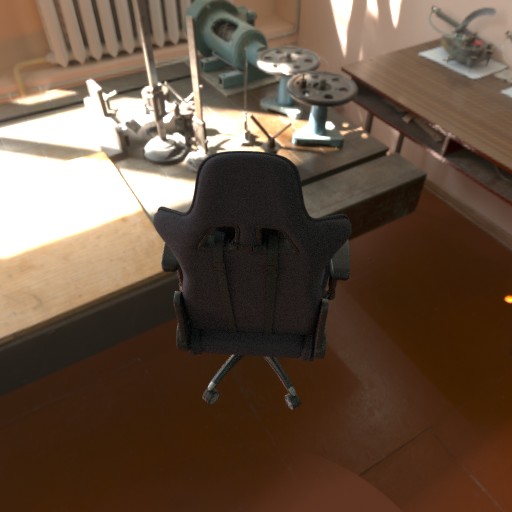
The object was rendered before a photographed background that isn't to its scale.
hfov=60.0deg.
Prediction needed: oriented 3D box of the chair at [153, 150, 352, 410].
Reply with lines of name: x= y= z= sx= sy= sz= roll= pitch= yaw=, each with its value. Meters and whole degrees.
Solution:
chair: x=0.000 y=0.000 z=1.743 sx=0.730 sy=1.300 sz=0.695 roll=3 pitch=45 yaw=3
